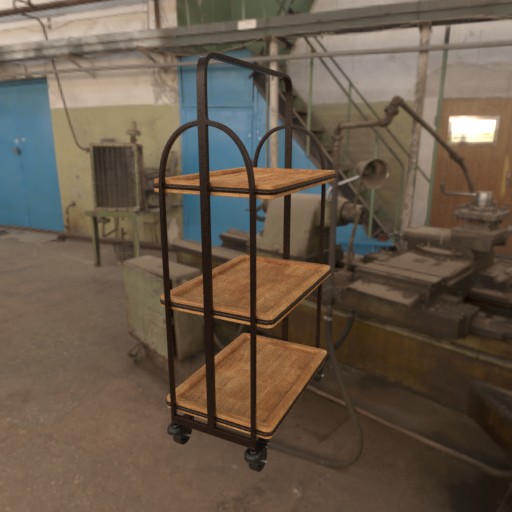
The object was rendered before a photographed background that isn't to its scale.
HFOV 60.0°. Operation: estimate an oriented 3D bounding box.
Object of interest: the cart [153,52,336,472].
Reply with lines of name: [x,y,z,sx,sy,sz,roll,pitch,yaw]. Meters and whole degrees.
cart: [0.000,0.000,1.255,0.327,1.001,0.553,7,17,25]
